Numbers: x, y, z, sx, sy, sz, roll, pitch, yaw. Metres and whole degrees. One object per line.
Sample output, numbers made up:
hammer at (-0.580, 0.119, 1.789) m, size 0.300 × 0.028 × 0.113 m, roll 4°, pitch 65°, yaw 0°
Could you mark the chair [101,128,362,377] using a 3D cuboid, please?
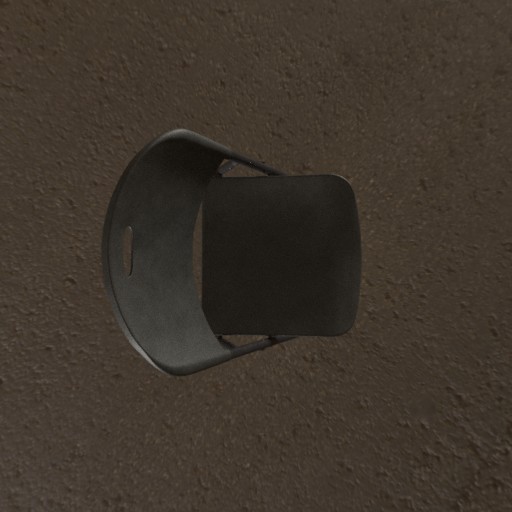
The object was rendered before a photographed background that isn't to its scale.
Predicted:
chair at (0.000, 0.000, 1.204) m, size 0.566 × 0.810 × 0.494 m, roll 0°, pitch 89°, yaw 0°
